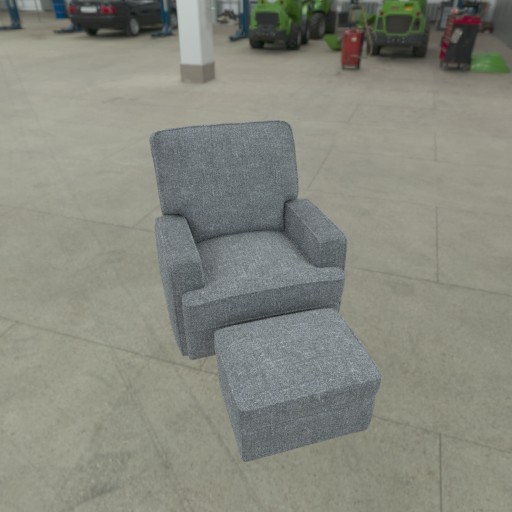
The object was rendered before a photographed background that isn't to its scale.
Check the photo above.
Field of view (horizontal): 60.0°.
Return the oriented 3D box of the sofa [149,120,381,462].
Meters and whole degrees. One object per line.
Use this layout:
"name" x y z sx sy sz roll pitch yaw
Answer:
"sofa" 0.000 0.000 2.076 0.861 0.959 1.472 -9 33 -14
